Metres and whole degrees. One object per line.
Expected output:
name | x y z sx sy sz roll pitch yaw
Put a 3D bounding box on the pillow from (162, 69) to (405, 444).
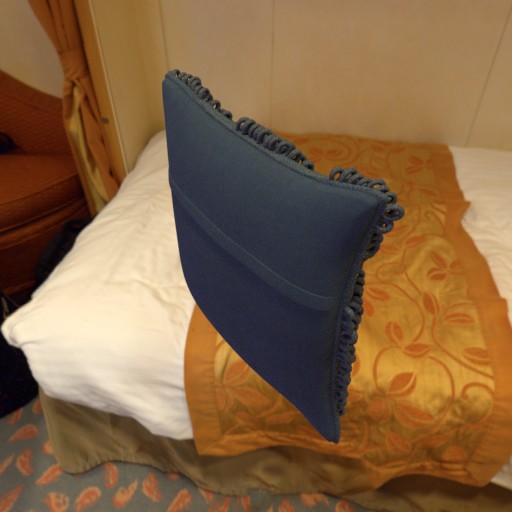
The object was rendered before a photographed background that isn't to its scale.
pillow | 0.000 0.000 0.706 0.172 0.466 0.469 -26 47 -27
